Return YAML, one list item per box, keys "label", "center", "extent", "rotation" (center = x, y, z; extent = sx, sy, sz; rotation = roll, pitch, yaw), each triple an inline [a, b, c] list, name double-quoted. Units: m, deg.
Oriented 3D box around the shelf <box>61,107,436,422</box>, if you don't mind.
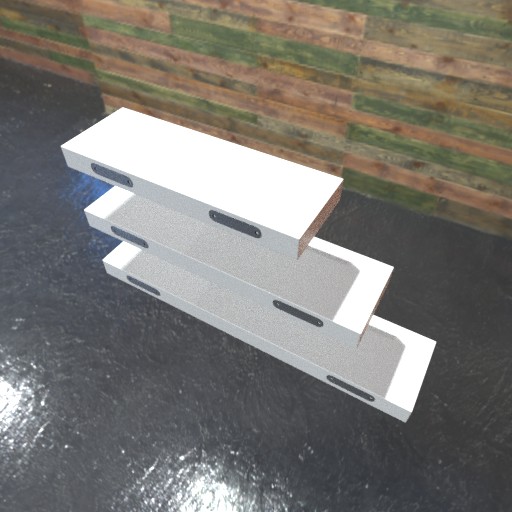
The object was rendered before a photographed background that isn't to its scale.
- label: "shelf"
  center: [0.000, 0.000, 0.719]
  extent: [0.610, 0.293, 0.140]
  rotation: [23, 50, 20]
